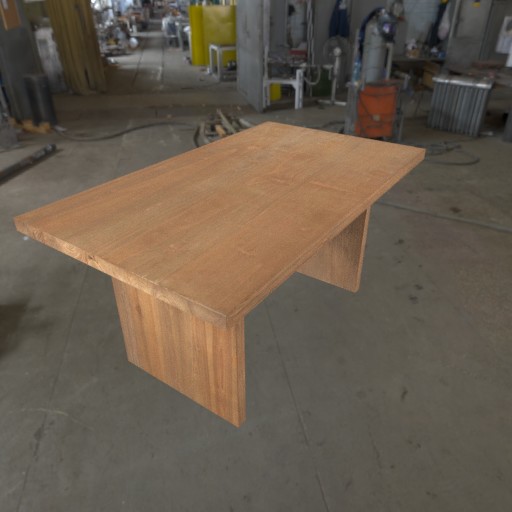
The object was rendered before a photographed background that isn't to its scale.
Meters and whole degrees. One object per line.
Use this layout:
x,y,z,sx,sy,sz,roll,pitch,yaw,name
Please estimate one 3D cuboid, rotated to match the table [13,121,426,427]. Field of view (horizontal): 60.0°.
0.000,0.000,2.082,0.946,0.780,1.609,20,36,29,table
